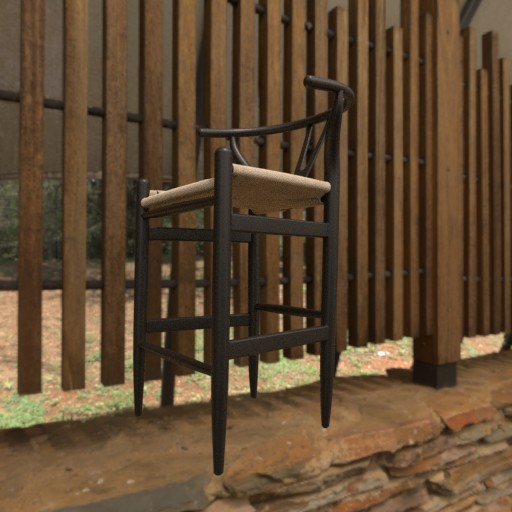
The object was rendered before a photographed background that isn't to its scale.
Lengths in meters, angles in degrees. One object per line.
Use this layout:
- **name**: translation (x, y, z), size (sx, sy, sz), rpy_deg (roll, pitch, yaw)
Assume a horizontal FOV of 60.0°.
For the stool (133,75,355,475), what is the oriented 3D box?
- **stool**: translation (0.000, 0.000, 1.328), size (0.579, 0.970, 0.569), rpy_deg (1, -1, -36)
